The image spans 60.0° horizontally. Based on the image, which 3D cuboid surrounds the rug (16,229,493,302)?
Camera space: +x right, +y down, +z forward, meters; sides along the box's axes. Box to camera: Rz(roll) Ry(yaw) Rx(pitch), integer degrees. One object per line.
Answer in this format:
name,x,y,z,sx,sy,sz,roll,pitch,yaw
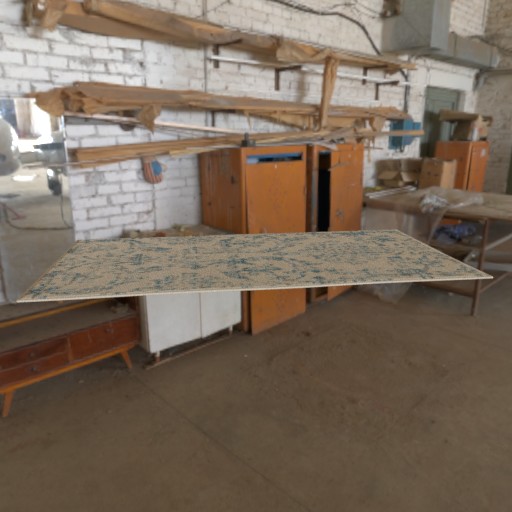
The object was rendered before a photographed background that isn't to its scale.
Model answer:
rug,0.000,0.000,1.401,1.220,0.007,0.605,-2,16,-8
